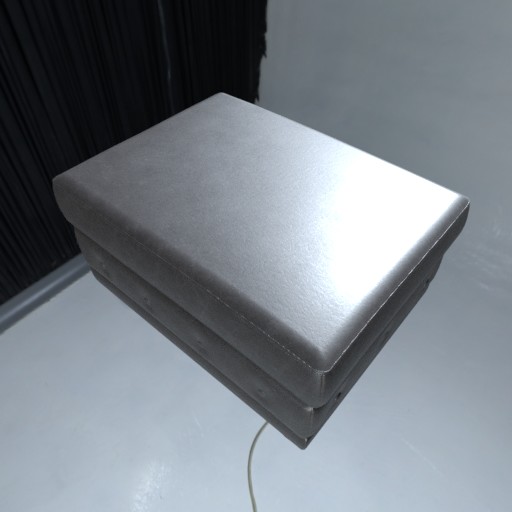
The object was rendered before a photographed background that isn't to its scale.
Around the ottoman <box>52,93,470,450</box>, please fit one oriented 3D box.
[{"bbox_3d":[0.000,0.000,1.165,0.795,0.498,0.590,32,54,27],"label":"ottoman"}]
